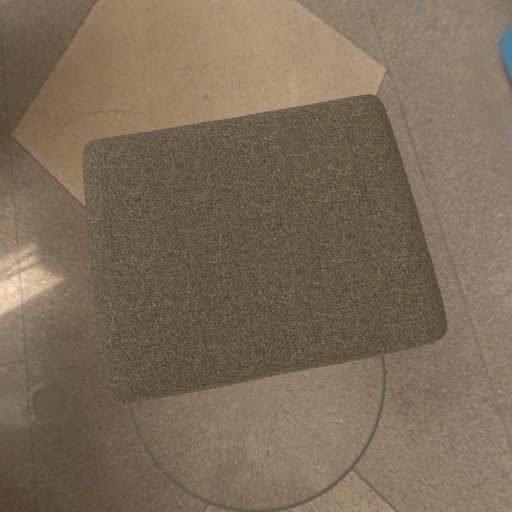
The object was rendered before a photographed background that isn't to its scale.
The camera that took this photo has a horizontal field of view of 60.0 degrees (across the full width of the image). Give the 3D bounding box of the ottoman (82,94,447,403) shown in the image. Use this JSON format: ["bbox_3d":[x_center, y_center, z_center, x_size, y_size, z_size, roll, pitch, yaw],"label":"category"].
[{"bbox_3d":[0.000,0.000,1.136,0.742,0.476,0.598,-10,76,-3],"label":"ottoman"}]
